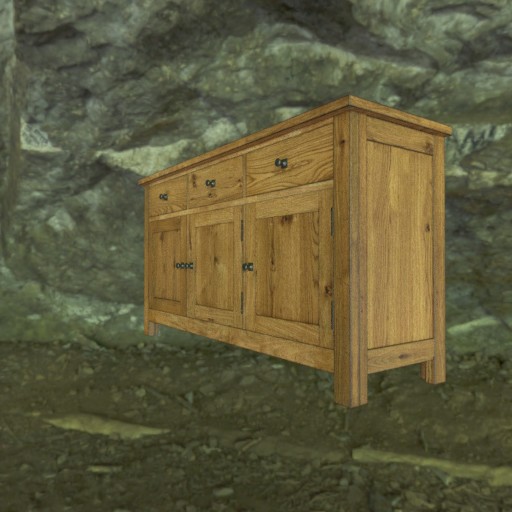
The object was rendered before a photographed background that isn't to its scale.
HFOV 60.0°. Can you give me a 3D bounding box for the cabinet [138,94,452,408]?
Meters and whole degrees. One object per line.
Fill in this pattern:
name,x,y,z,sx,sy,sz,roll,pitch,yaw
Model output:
cabinet,0.000,0.000,1.864,0.480,0.813,1.474,0,-1,-36
